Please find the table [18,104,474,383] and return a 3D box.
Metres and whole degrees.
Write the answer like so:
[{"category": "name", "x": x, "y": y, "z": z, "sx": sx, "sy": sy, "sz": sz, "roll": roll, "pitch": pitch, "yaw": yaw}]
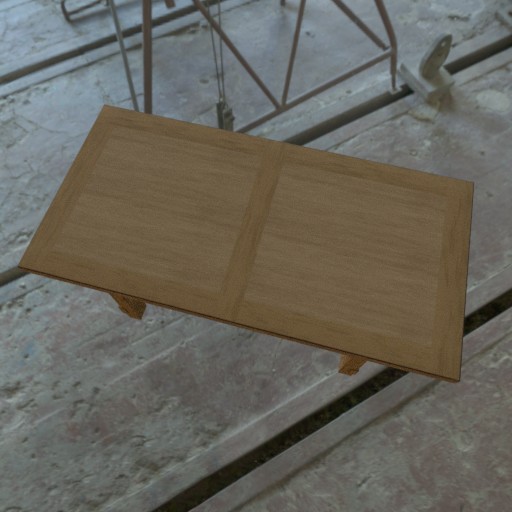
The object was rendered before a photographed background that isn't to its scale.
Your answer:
[{"category": "table", "x": 0.000, "y": 0.000, "z": 2.451, "sx": 1.982, "sy": 0.762, "sz": 1.000, "roll": 14, "pitch": 66, "yaw": 6}]
